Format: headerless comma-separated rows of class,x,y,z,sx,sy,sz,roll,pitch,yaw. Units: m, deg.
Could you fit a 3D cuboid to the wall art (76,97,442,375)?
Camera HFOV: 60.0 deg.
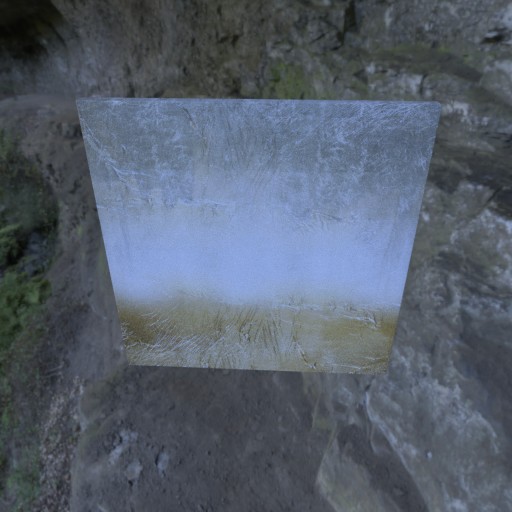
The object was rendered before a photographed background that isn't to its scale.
wall art,0.000,0.000,1.619,1.092,1.091,0.051,2,31,3
